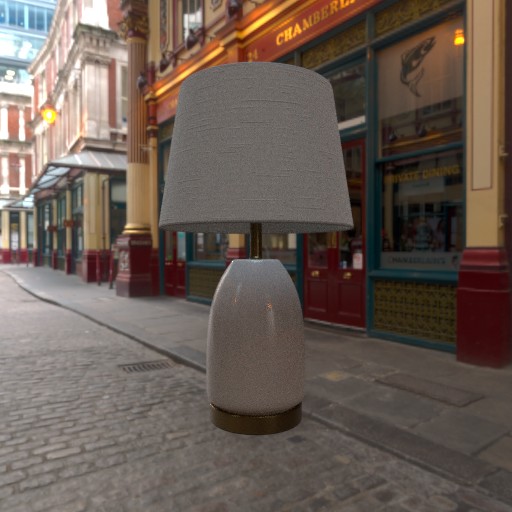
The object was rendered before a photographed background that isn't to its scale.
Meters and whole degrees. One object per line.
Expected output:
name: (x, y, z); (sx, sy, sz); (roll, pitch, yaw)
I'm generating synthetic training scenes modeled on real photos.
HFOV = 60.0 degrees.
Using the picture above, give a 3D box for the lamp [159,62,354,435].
lamp: (0.000, 0.000, 0.664); (0.285, 0.483, 0.285); (0, 0, 0)
